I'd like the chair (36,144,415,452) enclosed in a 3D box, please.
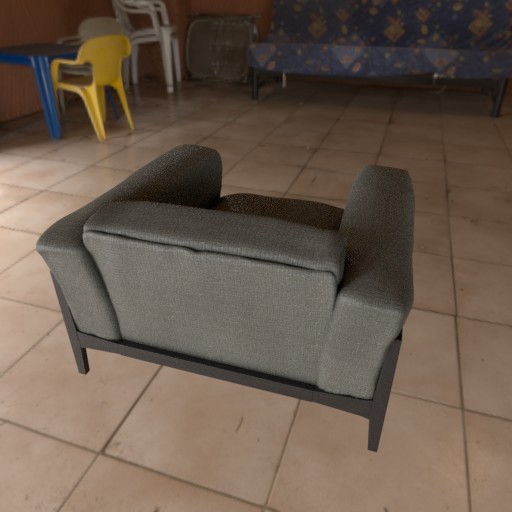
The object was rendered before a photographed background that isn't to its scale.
[{"bbox_3d":[0.000,0.000,1.632,1.056,0.646,0.969,9,32,15],"label":"chair"}]
